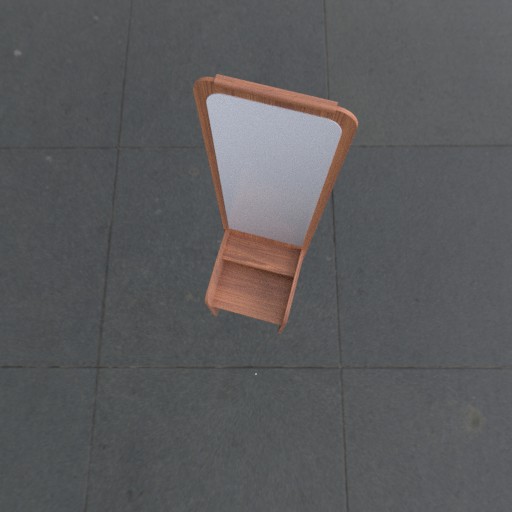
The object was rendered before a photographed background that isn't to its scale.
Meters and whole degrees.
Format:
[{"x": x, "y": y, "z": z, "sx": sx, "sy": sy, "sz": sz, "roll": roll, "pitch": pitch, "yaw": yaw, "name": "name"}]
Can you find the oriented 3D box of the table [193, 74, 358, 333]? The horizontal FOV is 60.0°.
[{"x": 0.000, "y": 0.000, "z": 1.948, "sx": 0.450, "sy": 1.830, "sz": 0.420, "roll": 15, "pitch": 76, "yaw": 4, "name": "table"}]
